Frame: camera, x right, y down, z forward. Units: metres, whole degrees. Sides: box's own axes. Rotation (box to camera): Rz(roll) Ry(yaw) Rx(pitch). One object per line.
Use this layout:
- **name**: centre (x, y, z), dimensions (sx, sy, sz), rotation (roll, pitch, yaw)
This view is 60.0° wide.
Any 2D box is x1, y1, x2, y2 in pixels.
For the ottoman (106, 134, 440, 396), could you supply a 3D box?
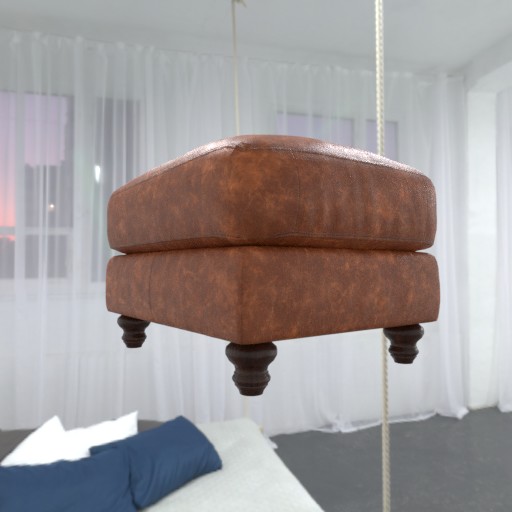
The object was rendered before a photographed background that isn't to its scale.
- **ottoman**: centre (0.000, 0.000, 1.280), dimensions (0.657, 0.562, 0.832), rotation (1, -2, -36)
